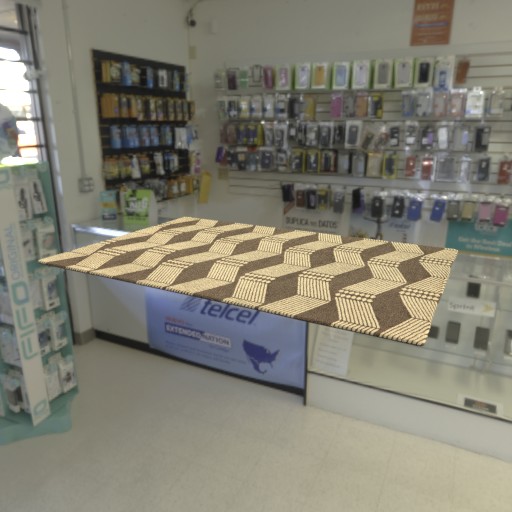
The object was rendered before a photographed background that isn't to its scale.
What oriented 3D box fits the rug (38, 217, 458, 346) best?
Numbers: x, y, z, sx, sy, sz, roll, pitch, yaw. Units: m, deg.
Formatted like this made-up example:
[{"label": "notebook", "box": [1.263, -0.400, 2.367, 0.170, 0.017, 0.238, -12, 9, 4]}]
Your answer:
[{"label": "rug", "box": [0.000, 0.000, 2.302, 1.833, 0.016, 1.210, 9, 19, 27]}]
